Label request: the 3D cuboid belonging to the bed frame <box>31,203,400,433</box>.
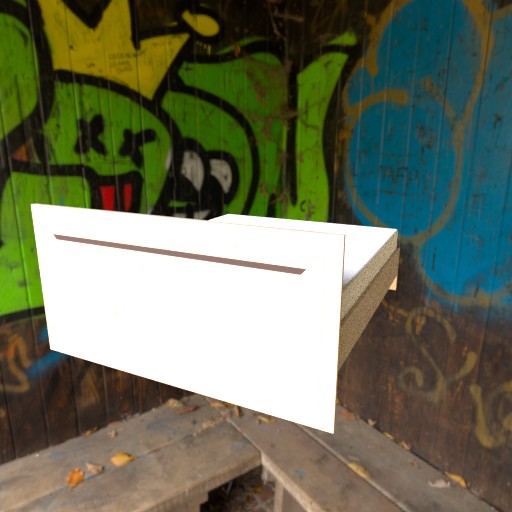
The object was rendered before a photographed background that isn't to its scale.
[{"bbox_3d":[0.000,0.000,3.128,1.800,0.900,2.080,8,17,25],"label":"bed frame"}]
